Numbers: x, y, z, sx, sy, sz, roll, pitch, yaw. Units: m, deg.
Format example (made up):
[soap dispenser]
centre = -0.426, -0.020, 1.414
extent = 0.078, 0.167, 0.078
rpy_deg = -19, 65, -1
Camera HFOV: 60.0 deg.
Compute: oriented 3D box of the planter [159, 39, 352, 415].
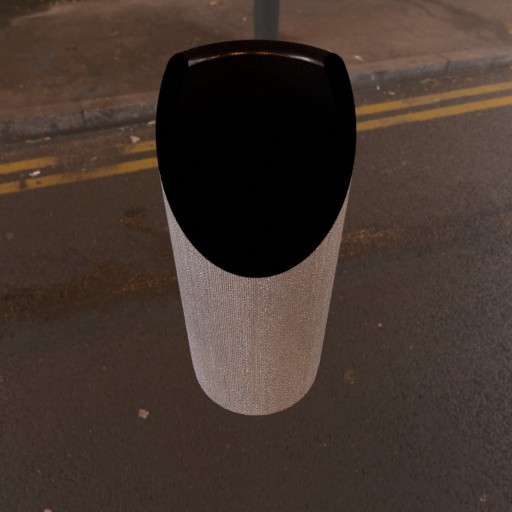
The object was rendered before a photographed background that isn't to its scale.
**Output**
[planter]
centre = 0.000, 0.000, 0.126
extent = 0.045, 0.103, 0.045
rpy_deg = 15, 45, 15
